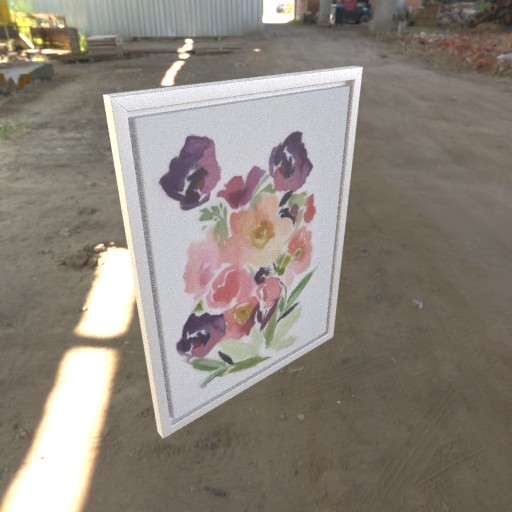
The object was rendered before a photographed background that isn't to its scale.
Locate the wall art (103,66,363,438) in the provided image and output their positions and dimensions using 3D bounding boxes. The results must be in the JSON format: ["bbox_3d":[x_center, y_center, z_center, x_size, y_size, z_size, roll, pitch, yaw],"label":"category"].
[{"bbox_3d":[0.000,0.000,1.406,0.805,1.056,0.042,-22,36,-33],"label":"wall art"}]
